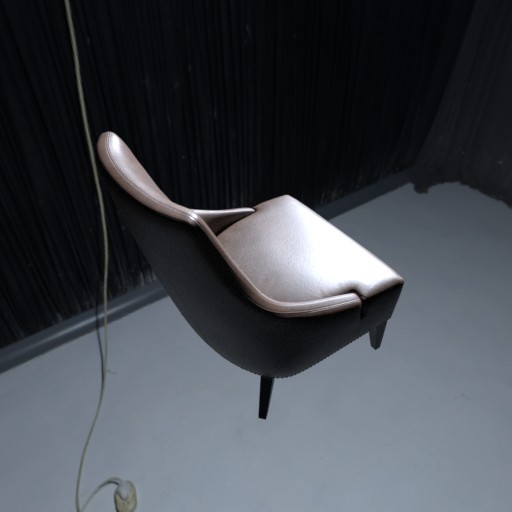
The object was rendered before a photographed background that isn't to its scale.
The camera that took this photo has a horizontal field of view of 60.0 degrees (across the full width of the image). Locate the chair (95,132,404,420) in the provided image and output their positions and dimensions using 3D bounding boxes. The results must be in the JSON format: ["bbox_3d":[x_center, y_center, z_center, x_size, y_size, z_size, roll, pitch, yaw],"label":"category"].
[{"bbox_3d":[0.000,0.000,1.550,0.861,0.909,0.701,-24,46,-26],"label":"chair"}]
